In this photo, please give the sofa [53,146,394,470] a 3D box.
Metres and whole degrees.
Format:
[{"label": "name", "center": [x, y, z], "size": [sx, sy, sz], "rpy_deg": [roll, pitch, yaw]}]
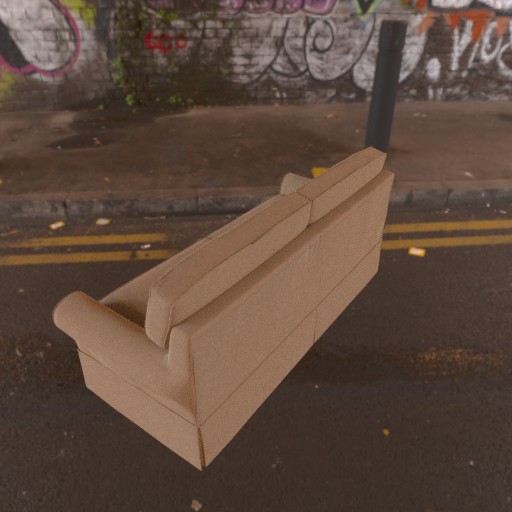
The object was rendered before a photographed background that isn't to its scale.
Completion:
[{"label": "sofa", "center": [0.000, 0.000, 2.751], "size": [0.900, 1.014, 2.246], "rpy_deg": [20, 37, 30]}]
